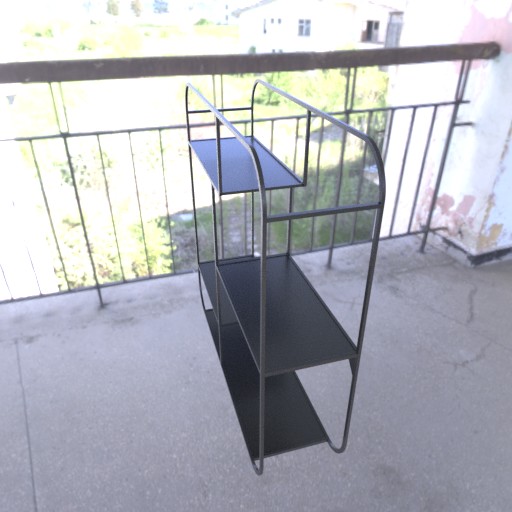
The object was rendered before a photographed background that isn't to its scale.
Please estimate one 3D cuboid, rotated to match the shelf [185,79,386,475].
[{"bbox_3d":[0.000,0.000,0.899,0.160,0.600,0.600,-8,31,-14],"label":"shelf"}]
